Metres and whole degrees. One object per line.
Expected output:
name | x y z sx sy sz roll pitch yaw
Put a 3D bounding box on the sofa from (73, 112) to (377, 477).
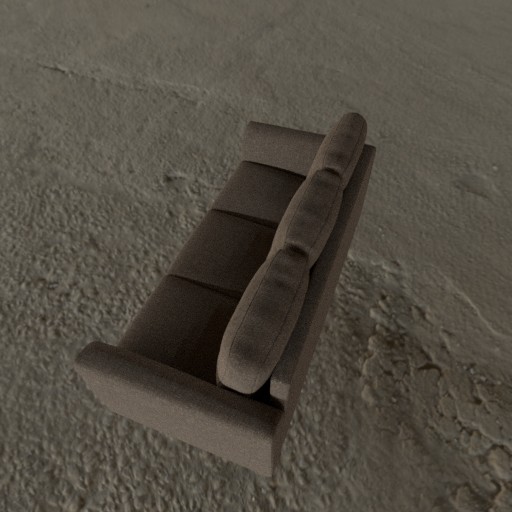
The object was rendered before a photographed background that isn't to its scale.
sofa | 0.000 0.000 2.291 0.837 0.891 1.847 16 50 14
